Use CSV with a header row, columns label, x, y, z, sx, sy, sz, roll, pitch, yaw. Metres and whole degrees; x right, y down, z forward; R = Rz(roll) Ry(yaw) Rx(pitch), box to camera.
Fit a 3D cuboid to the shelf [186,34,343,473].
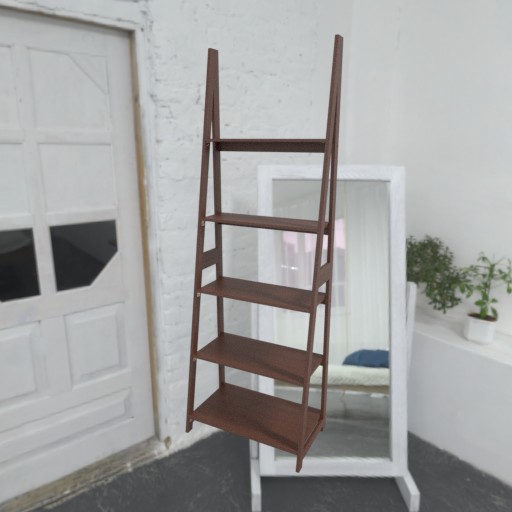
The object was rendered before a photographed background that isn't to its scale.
label,x,y,z,sx,sy,sz,roll,pitch,yaw
shelf,0.000,0.000,1.953,0.600,1.770,0.350,8,17,26
